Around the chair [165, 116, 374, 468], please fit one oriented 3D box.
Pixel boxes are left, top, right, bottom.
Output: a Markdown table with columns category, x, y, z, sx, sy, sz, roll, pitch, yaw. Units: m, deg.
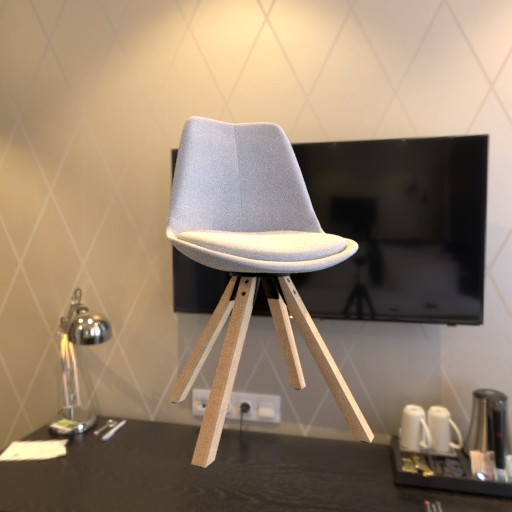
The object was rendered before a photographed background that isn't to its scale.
| category | x | y | z | sx | sy | sz | roll | pitch | yaw |
| --- | --- | --- | --- | --- | --- | --- | --- | --- | --- |
| chair | 0.000 | 0.000 | 1.198 | 0.474 | 0.863 | 0.549 | 0 | 2 | -17 |
